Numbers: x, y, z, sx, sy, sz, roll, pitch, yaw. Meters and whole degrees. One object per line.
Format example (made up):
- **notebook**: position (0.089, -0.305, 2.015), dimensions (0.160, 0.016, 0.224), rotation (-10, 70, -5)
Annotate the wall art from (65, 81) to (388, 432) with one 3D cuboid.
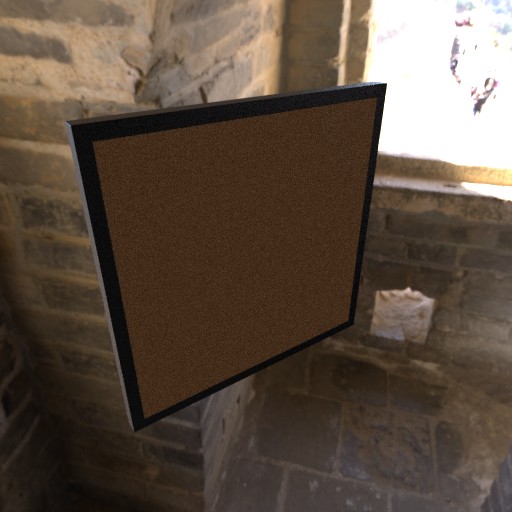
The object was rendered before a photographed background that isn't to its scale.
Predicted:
- **wall art**: position (0.000, 0.000, 1.123), dimensions (0.765, 0.765, 0.038), rotation (-19, 35, -29)
